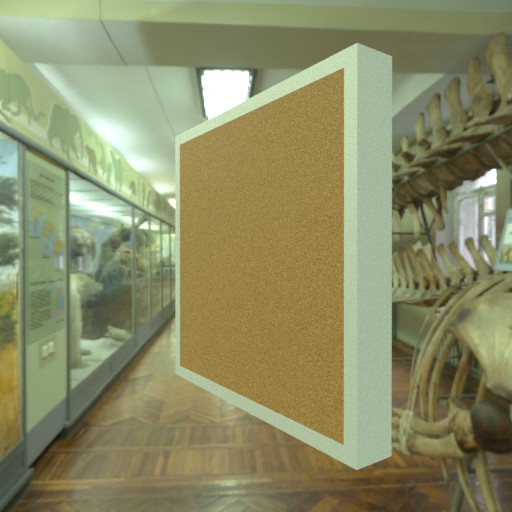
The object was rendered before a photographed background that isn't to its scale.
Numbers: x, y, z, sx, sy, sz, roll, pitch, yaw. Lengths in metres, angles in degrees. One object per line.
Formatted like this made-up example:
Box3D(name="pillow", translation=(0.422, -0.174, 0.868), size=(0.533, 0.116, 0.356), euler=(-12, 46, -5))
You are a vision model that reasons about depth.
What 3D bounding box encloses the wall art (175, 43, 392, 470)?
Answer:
Box3D(name="wall art", translation=(0.000, 0.000, 0.449), size=(0.038, 0.302, 0.305), euler=(0, 0, -35))
